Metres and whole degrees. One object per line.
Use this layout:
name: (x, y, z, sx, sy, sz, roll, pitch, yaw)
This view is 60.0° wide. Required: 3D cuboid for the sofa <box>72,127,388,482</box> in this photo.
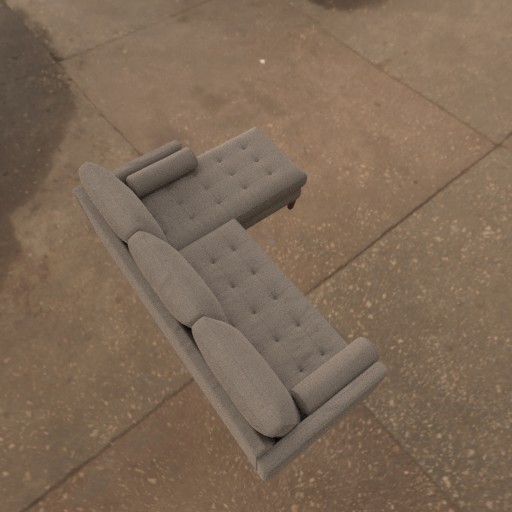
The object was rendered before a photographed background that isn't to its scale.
sofa: (0.000, 0.000, 2.918, 1.506, 0.875, 2.178, -32, 63, -18)
